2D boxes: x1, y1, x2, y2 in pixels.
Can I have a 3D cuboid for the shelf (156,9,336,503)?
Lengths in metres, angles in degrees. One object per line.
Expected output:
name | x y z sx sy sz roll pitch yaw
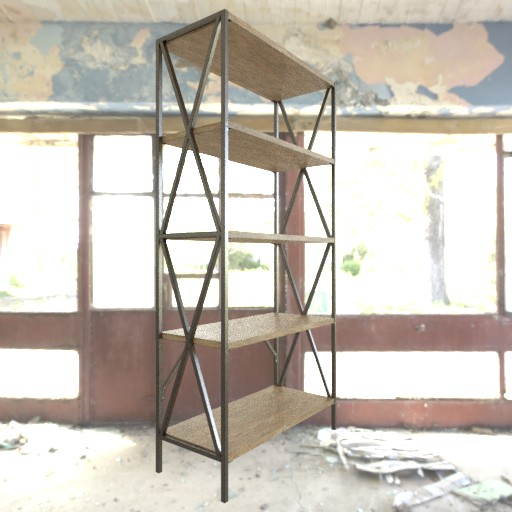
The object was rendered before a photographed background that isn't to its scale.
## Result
shelf | 0.000 0.000 2.080 0.386 1.803 0.874 0 0 38
